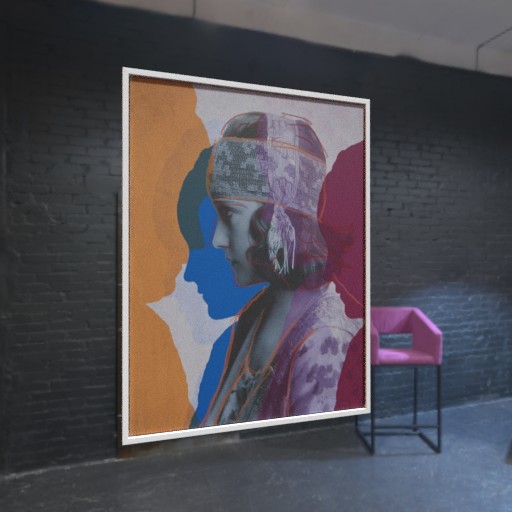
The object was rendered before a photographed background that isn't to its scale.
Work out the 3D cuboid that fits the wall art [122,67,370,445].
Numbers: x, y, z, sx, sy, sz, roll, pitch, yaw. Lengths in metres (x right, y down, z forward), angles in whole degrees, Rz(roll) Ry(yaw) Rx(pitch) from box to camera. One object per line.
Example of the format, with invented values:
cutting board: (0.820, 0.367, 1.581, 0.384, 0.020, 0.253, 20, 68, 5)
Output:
wall art: (0.000, 0.000, 1.375, 0.795, 1.050, 0.039, 0, 0, -19)
